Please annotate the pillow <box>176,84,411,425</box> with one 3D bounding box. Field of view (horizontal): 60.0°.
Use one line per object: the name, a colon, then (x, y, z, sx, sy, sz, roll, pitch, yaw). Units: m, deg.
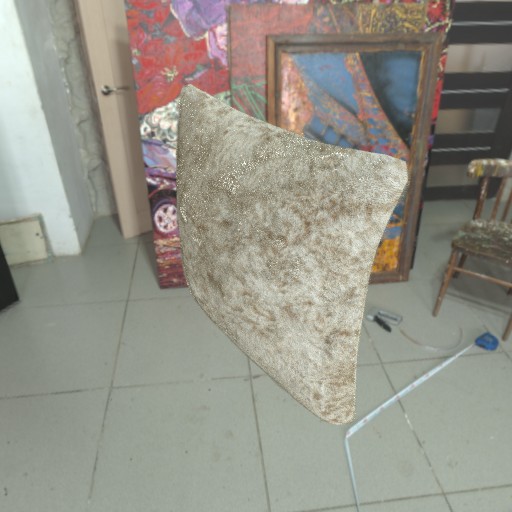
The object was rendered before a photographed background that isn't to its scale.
pillow: (0.000, 0.000, 0.818, 0.216, 0.525, 0.538, -22, 39, -30)
